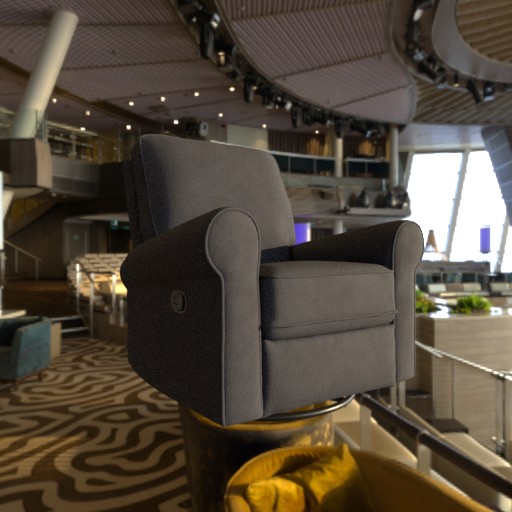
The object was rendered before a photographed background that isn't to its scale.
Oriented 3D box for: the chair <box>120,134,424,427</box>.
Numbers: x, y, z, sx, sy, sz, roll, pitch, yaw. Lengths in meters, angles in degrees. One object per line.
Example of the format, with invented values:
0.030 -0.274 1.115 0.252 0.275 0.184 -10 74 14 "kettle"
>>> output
0.000 0.000 1.641 0.890 0.961 0.878 0 0 -35 "chair"
